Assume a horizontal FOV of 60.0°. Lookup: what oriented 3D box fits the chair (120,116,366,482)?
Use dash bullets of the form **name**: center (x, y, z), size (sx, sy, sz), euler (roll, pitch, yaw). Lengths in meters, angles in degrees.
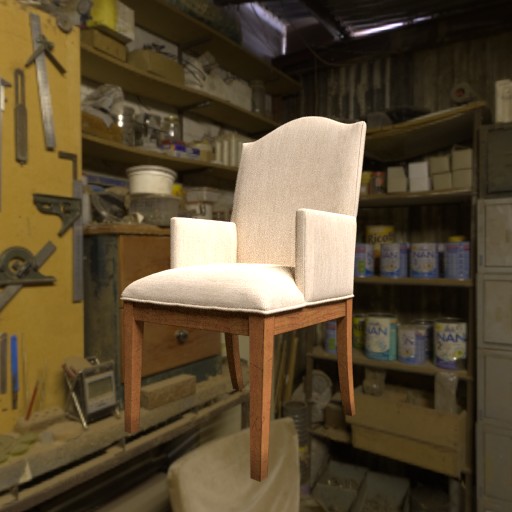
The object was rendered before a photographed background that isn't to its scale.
- **chair**: center (0.000, 0.000, 1.395), size (0.533, 1.016, 0.641), euler (0, 0, 36)
